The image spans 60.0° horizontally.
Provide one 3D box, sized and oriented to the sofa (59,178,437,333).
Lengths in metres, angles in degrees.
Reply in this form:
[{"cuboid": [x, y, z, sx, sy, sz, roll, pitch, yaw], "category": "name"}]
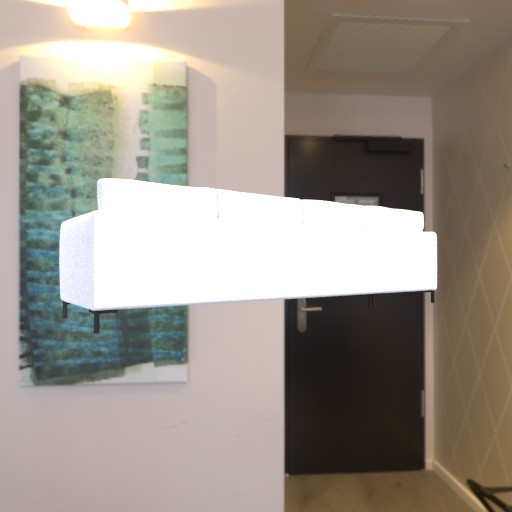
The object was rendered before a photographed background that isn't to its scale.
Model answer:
[{"cuboid": [0.000, 0.000, 3.842, 3.186, 0.875, 1.467, 1, -1, -35], "category": "sofa"}]
